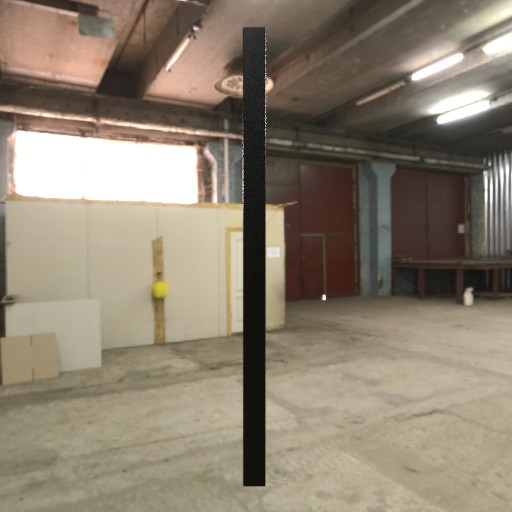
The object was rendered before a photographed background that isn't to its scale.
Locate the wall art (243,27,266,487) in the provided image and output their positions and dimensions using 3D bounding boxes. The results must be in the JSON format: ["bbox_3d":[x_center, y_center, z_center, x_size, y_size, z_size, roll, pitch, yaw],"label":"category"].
[{"bbox_3d":[0.000,0.000,1.110,0.038,0.761,0.755,0,0,0],"label":"wall art"}]
